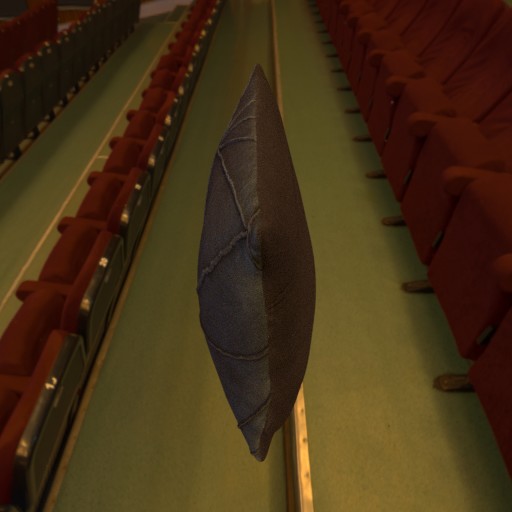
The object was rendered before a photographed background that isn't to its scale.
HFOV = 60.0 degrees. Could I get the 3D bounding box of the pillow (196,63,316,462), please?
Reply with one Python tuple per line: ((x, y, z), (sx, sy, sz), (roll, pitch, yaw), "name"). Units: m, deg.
((0.000, 0.000, 0.678), (0.183, 0.440, 0.439), (0, 41, 0), "pillow")
